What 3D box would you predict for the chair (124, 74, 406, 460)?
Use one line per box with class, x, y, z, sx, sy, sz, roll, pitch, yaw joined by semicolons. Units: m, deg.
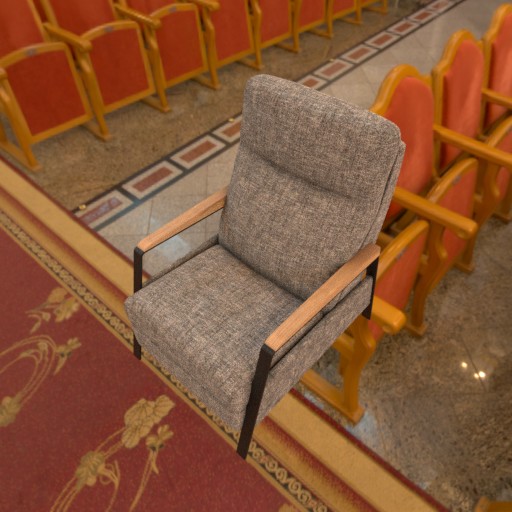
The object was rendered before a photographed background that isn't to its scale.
chair;0.000;0.000;1.651;0.671;1.042;0.868;33;54;28
